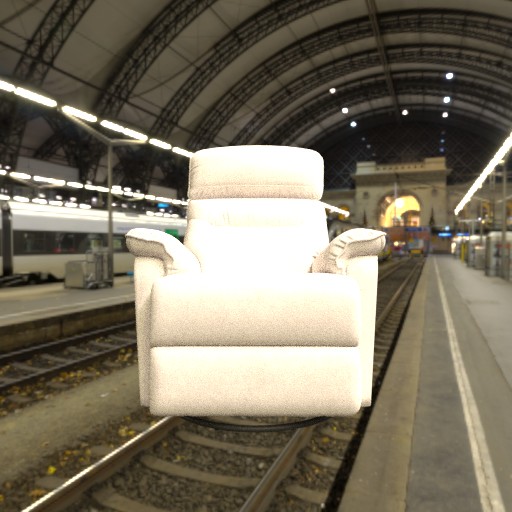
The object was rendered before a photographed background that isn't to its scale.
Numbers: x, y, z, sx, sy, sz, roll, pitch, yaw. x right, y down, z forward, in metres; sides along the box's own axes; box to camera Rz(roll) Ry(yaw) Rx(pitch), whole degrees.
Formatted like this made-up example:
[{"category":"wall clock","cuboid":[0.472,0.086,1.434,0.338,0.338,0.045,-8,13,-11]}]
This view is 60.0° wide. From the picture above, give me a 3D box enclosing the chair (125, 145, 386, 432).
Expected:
[{"category":"chair","cuboid":[0.000,0.000,1.736,0.820,1.039,1.001,0,1,0]}]
